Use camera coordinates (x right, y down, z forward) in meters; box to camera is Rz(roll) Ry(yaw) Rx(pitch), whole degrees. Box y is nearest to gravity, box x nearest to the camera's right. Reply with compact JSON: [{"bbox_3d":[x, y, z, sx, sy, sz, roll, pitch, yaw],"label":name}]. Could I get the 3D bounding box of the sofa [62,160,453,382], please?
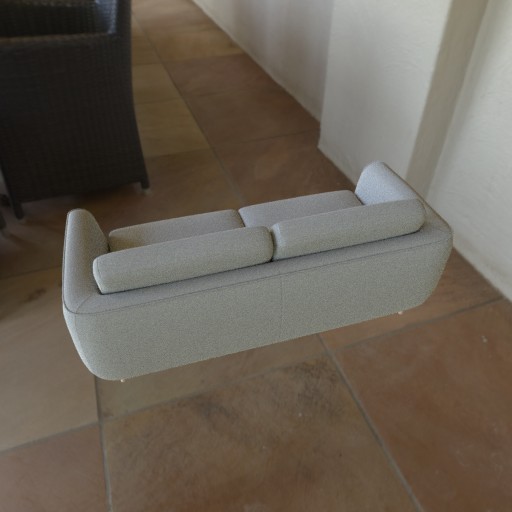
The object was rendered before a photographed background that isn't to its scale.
[{"bbox_3d":[0.000,0.000,2.520,2.000,0.850,0.920,-11,43,-12],"label":"sofa"}]
